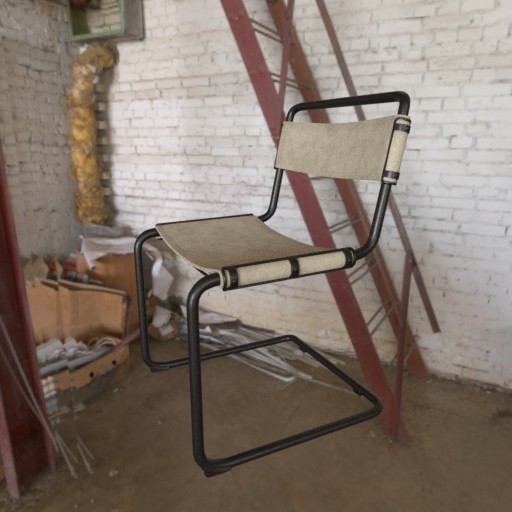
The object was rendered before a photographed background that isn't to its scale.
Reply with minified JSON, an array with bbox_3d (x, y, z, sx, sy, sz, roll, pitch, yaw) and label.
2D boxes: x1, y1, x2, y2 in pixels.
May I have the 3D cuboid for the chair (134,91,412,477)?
[{"bbox_3d":[0.000,0.000,1.080,0.497,0.747,0.499,-7,17,-25],"label":"chair"}]
